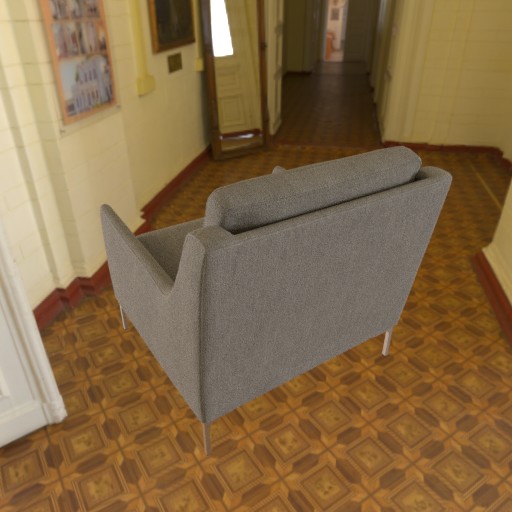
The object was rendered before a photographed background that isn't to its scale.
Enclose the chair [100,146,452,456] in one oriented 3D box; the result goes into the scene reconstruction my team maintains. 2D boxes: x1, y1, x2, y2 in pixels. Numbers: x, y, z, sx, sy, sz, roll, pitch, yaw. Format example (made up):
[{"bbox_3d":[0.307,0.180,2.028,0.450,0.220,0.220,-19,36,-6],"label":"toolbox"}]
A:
[{"bbox_3d":[0.000,0.000,1.556,0.847,0.828,0.849,-18,34,-29],"label":"chair"}]
